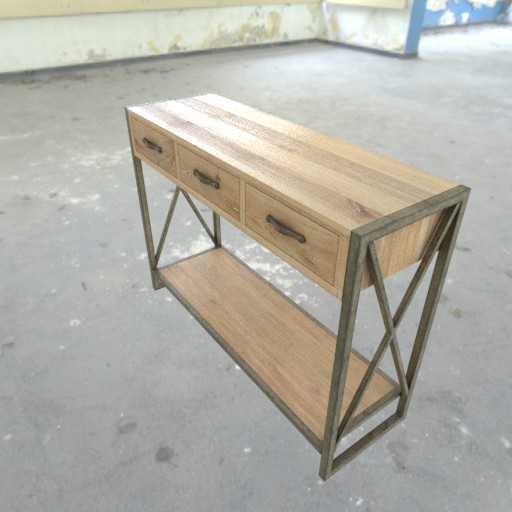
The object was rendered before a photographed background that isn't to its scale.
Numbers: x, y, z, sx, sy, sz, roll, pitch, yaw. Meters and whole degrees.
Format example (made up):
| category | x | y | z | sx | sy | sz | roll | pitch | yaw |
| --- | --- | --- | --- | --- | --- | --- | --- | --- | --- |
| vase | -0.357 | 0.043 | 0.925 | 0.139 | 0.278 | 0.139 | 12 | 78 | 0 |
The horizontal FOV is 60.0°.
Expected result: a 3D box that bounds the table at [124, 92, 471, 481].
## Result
| category | x | y | z | sx | sy | sz | roll | pitch | yaw |
| --- | --- | --- | --- | --- | --- | --- | --- | --- | --- |
| table | 0.000 | 0.000 | 1.415 | 0.361 | 0.763 | 1.059 | -22 | 39 | -30 |
